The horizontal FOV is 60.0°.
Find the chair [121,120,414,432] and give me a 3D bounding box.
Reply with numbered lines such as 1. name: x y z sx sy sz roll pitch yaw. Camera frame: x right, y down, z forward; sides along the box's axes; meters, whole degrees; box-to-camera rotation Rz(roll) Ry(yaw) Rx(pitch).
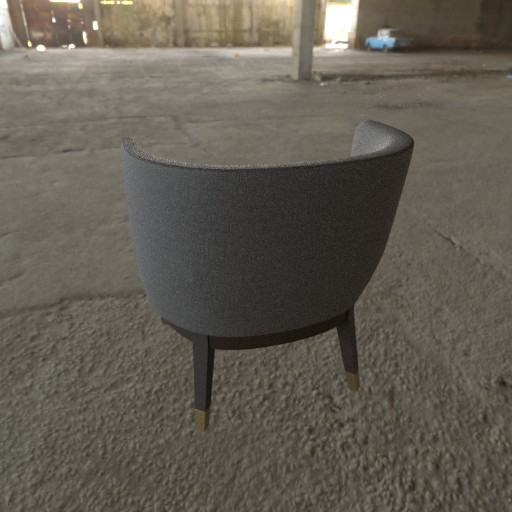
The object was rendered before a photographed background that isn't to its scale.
1. chair: 0.000 0.000 1.214 0.639 0.695 0.698 -9 29 -16
